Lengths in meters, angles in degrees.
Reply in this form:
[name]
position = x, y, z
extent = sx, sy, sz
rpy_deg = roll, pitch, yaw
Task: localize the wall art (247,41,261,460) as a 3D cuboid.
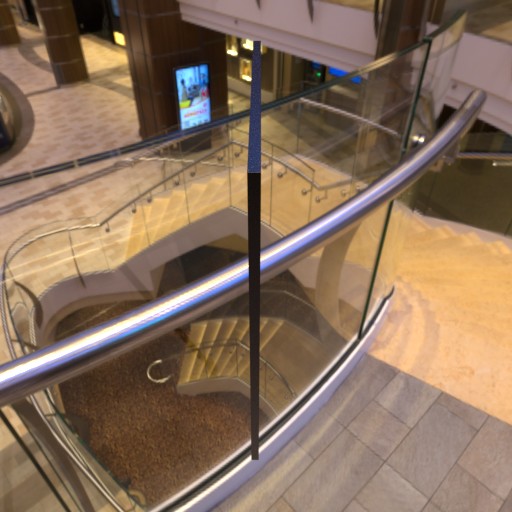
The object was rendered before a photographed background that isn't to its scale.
[wall art]
position = 0.000, 0.000, 0.772
extent = 0.013, 0.582, 0.442
rpy_deg = 0, 40, 0
